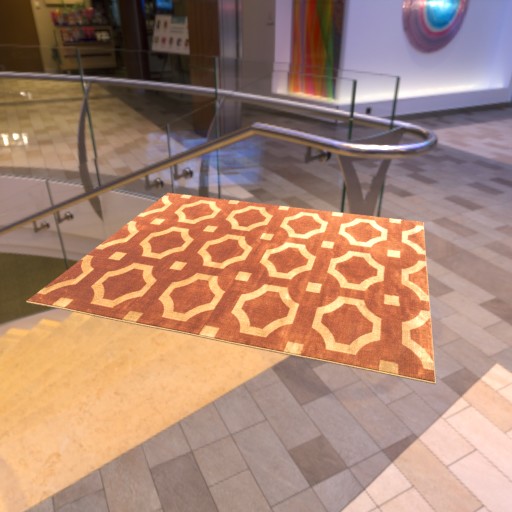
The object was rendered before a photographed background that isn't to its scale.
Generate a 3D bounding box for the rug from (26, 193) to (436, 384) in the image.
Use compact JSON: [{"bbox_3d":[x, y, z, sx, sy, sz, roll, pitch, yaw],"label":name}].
[{"bbox_3d":[0.000,0.000,4.141,3.049,0.021,2.466,8,30,15],"label":"rug"}]
